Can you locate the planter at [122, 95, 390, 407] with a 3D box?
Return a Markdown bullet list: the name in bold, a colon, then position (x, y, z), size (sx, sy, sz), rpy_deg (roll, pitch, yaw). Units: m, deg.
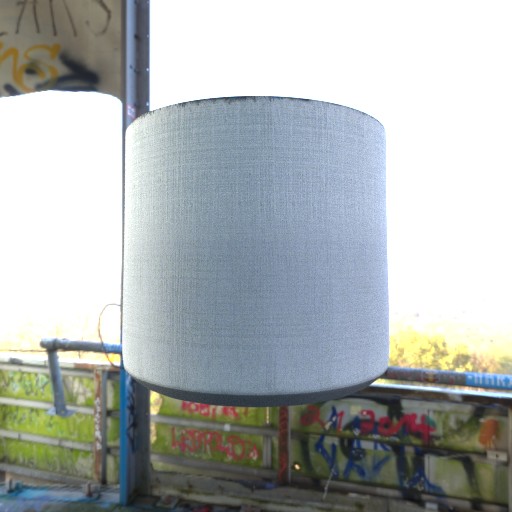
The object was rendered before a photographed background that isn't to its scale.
- **planter**: position (0.000, 0.000, 0.383), size (0.221, 0.201, 0.221), rpy_deg (0, -1, 0)
